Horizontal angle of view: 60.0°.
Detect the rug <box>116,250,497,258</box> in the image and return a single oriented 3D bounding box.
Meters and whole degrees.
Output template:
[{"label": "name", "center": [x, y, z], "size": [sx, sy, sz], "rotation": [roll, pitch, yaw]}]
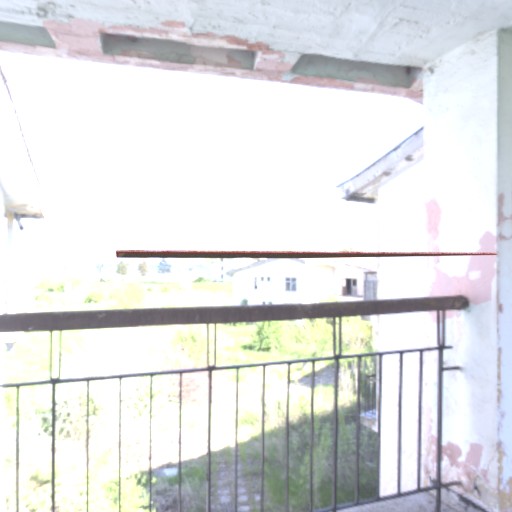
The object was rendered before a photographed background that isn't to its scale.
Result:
[{"label": "rug", "center": [0.000, 0.000, 4.056], "size": [2.441, 0.016, 3.050], "rotation": [0, -1, -17]}]
